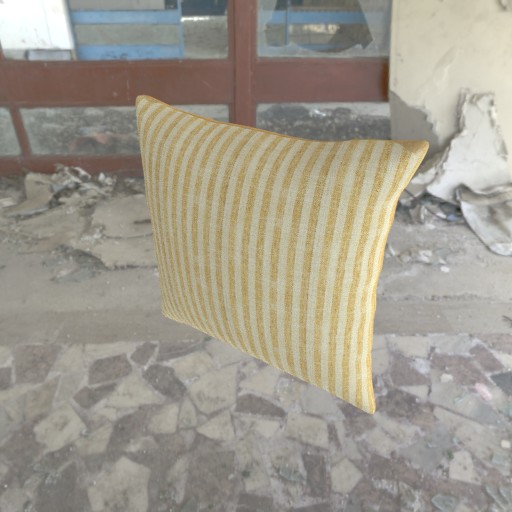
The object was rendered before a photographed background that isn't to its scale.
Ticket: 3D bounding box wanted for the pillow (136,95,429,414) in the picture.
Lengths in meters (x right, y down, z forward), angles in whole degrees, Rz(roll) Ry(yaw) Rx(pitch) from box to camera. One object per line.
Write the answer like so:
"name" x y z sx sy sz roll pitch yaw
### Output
"pillow" 0.000 0.000 0.647 0.419 0.407 0.173 19 36 28
